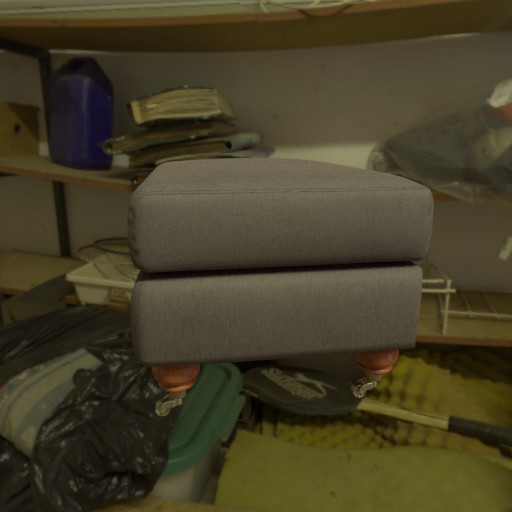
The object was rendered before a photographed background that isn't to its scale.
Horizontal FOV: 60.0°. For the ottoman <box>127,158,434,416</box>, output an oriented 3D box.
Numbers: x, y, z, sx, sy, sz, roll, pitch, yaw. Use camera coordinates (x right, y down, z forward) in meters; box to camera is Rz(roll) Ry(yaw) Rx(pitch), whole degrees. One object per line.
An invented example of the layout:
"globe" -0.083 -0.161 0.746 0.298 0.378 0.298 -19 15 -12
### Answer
"ottoman" 0.000 0.000 1.169 0.574 0.497 0.773 -2 15 -9
